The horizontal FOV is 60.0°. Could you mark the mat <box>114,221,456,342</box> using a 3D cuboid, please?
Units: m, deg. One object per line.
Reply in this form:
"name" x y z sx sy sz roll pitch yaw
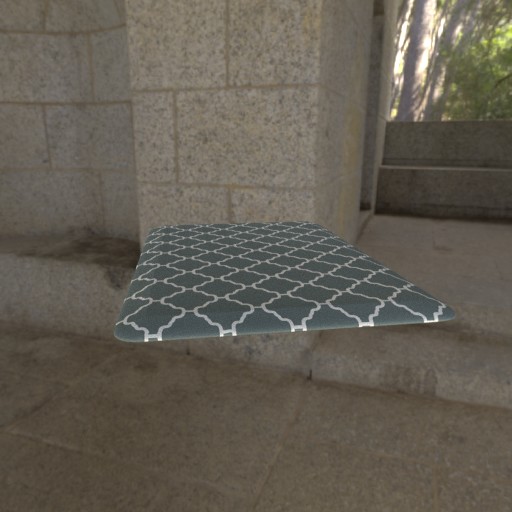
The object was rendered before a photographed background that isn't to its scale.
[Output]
"mat" 0.000 0.000 0.977 0.508 0.021 0.762 -2 15 -9
